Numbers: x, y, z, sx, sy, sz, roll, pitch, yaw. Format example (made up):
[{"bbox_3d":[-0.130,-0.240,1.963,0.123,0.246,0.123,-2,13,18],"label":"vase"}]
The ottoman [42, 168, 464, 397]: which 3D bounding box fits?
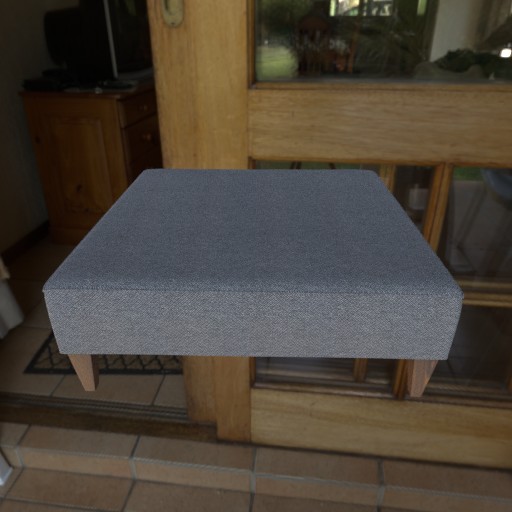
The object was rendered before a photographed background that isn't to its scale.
[{"bbox_3d":[0.000,0.000,1.500,0.981,0.378,0.970,1,27,1],"label":"ottoman"}]
